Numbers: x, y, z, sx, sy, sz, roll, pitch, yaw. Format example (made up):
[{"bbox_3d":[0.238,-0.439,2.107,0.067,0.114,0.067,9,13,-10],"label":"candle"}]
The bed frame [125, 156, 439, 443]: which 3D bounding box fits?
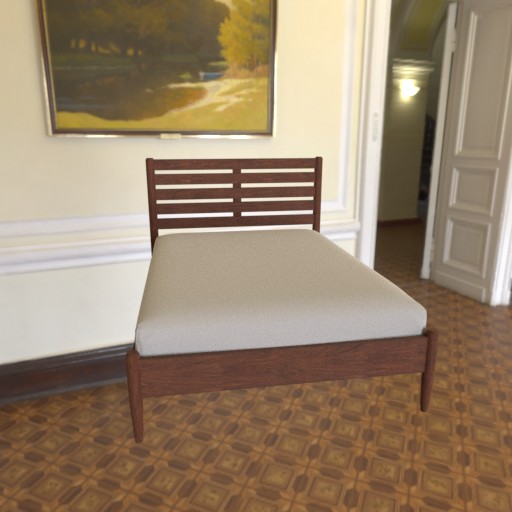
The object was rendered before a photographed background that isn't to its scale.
[{"bbox_3d":[0.000,0.000,3.263,1.655,1.321,2.234,-3,15,-9],"label":"bed frame"}]
